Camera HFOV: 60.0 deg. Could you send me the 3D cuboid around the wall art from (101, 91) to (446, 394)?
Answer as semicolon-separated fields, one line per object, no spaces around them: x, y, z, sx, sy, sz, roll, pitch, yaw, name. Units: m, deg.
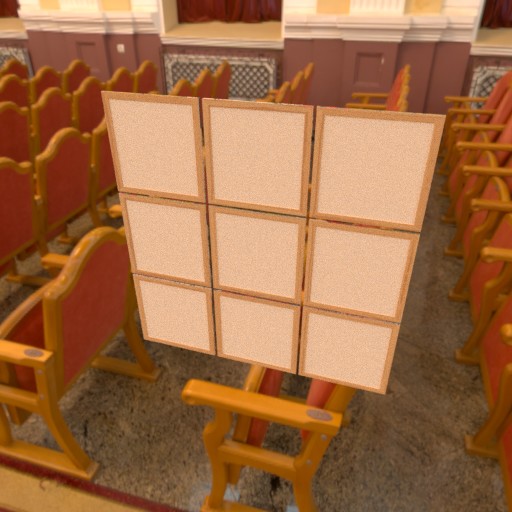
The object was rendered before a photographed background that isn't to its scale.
0.000;0.000;2.284;1.519;1.534;0.013;9;33;15;wall art
